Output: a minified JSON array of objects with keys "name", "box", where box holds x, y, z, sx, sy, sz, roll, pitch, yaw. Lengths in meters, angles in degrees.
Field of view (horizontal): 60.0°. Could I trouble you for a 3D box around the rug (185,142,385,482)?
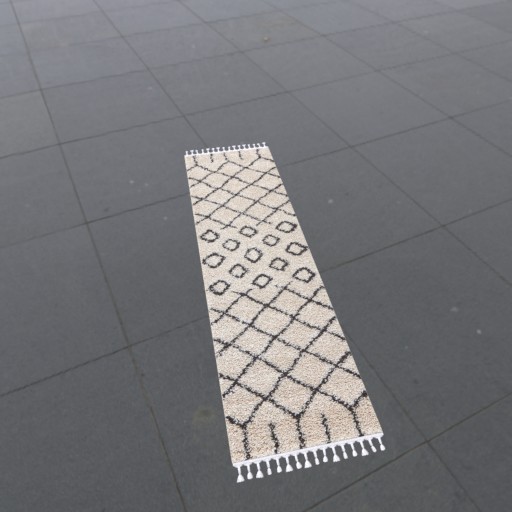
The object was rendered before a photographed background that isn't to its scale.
[{"name":"rug","box":[0.000,0.000,2.663,0.660,0.005,2.464,-8,46,-8]}]
